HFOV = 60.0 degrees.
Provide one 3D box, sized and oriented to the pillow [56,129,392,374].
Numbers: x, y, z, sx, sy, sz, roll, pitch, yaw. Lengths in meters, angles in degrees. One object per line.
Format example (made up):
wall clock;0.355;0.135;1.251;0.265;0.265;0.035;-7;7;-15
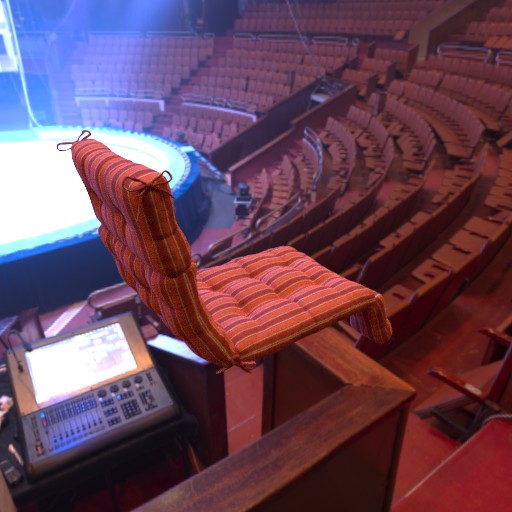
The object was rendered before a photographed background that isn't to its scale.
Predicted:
pillow;0.000;0.000;1.493;1.016;0.863;0.526;-18;32;-32
